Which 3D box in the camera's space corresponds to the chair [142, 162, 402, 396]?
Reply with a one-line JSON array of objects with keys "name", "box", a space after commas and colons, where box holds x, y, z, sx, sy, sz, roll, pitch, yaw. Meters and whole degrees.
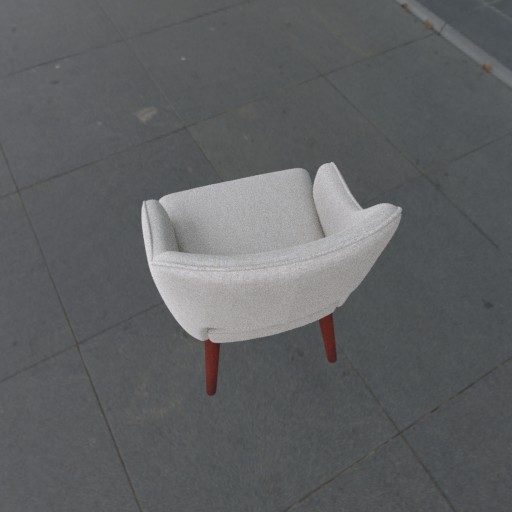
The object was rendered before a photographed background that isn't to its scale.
[{"name": "chair", "box": [0.000, 0.000, 1.216, 0.560, 0.840, 0.580, -13, 60, -8]}]
